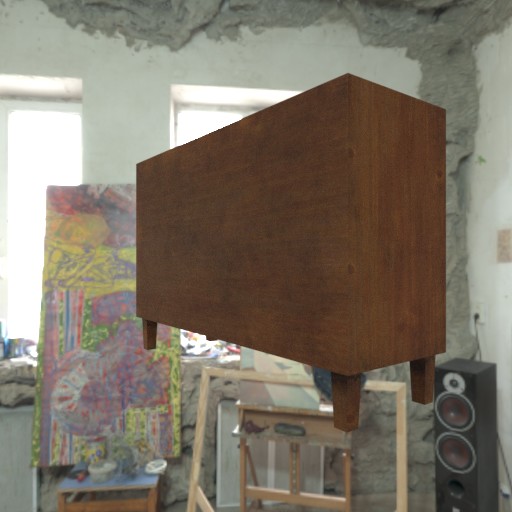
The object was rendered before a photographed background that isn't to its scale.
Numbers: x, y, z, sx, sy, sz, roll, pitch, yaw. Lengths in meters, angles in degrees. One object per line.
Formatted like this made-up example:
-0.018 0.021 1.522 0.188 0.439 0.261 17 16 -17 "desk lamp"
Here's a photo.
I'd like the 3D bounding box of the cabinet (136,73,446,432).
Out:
0.000 0.000 1.575 0.403 0.805 1.204 0 0 -37 "cabinet"
